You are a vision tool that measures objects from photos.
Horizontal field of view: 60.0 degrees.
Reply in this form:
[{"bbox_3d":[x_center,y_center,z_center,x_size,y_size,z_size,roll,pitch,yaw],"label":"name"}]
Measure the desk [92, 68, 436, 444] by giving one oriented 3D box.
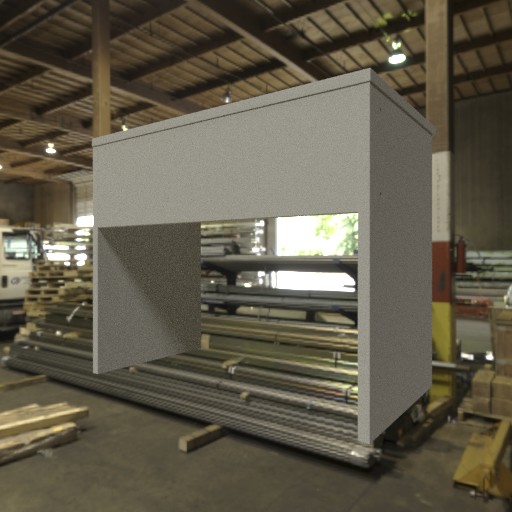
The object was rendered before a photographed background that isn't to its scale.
[{"bbox_3d":[0.000,0.000,1.321,0.900,0.729,0.498,0,0,36],"label":"desk"}]
